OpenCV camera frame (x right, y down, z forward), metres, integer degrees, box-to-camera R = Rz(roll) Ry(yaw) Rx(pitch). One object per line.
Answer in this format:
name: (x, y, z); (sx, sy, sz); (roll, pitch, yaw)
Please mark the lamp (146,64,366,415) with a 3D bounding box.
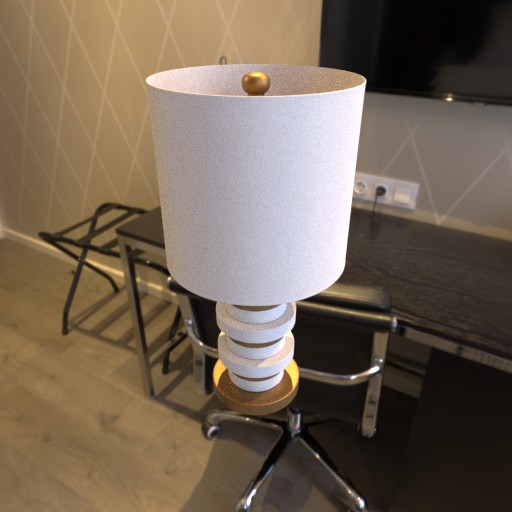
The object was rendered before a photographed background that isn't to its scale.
lamp: (0.000, 0.000, 0.530); (0.210, 0.410, 0.210); (0, 30, 1)
